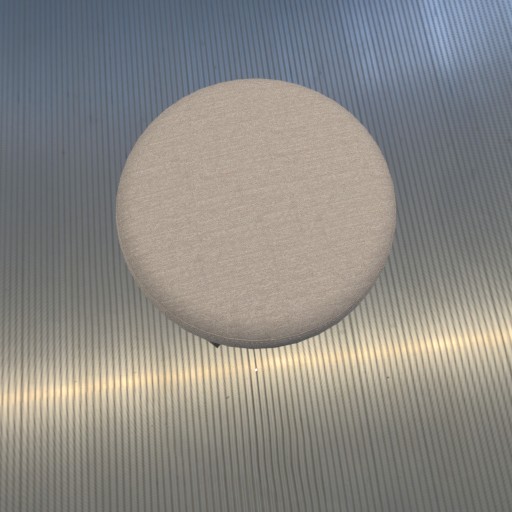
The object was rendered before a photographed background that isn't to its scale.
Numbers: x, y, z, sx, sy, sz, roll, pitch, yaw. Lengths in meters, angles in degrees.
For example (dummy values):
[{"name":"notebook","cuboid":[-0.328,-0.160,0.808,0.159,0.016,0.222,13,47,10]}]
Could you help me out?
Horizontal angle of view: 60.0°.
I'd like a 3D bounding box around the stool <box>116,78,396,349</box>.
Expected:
[{"name":"stool","cuboid":[0.000,0.000,1.012,0.443,0.757,0.443,0,76,0]}]
